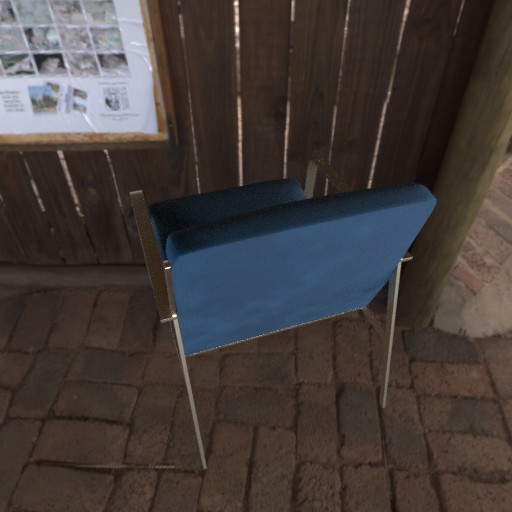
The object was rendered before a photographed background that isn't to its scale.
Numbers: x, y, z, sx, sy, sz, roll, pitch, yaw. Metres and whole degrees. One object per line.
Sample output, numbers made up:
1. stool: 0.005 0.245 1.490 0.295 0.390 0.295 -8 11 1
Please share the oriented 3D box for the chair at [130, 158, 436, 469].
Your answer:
1. chair: 0.000 0.000 1.452 0.692 0.831 0.859 -13 43 -14
